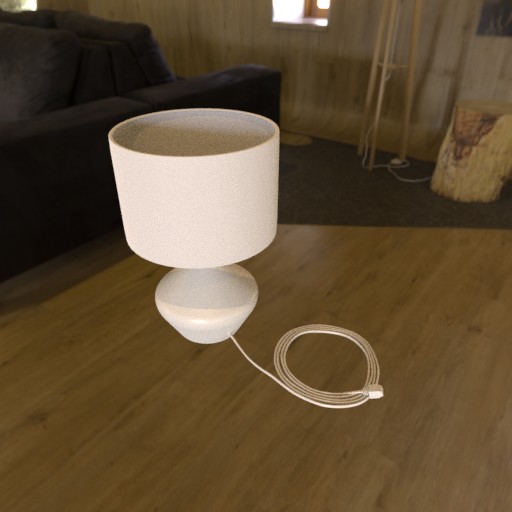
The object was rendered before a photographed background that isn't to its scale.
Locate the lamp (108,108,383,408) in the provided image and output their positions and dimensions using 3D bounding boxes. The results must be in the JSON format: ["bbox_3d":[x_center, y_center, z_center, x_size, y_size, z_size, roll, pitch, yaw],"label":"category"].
[{"bbox_3d":[0.000,0.000,0.866,0.401,0.457,0.546,-21,38,-30],"label":"lamp"}]
